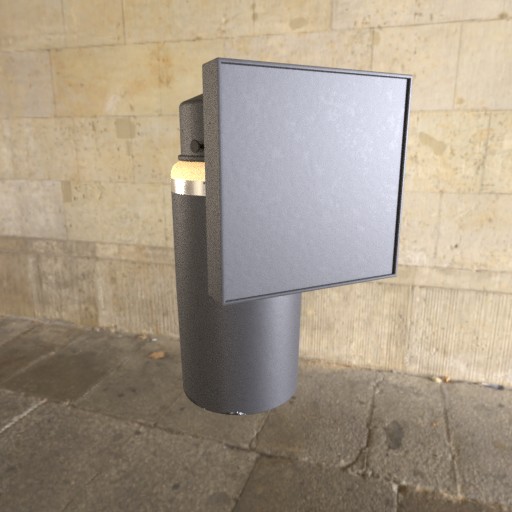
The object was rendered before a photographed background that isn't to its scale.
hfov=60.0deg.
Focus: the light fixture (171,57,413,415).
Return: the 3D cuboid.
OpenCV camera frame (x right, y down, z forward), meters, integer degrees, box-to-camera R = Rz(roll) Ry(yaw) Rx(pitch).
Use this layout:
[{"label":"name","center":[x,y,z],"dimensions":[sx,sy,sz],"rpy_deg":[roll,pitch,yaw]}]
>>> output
[{"label":"light fixture","center":[0.000,0.000,0.353],"dimensions":[0.130,0.257,0.176],"rpy_deg":[-7,16,-26]}]
